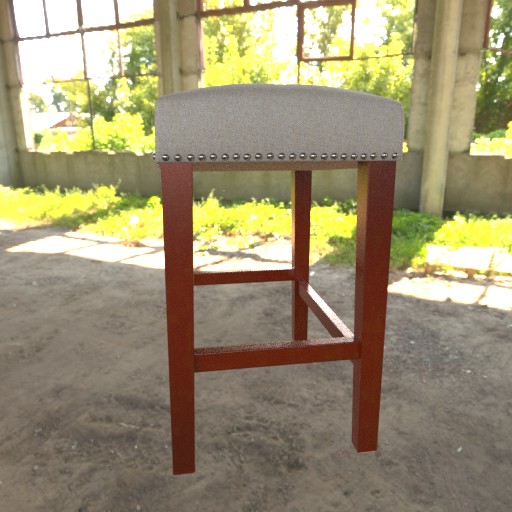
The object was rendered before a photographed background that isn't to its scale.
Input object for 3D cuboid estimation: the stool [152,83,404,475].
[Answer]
[{"bbox_3d":[0.000,0.000,0.932,0.375,0.632,0.509,-2,15,-9],"label":"stool"}]
